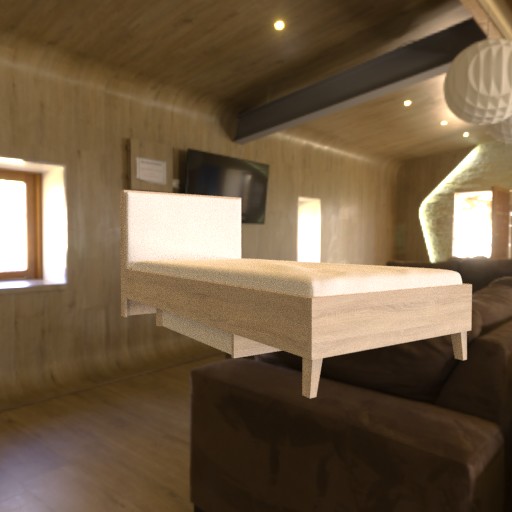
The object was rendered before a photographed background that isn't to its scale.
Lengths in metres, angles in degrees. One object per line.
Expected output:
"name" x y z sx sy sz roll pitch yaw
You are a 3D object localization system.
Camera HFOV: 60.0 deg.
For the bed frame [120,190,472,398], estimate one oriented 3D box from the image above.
"bed frame" 0.000 0.000 2.655 0.990 0.920 2.140 -1 2 -33
